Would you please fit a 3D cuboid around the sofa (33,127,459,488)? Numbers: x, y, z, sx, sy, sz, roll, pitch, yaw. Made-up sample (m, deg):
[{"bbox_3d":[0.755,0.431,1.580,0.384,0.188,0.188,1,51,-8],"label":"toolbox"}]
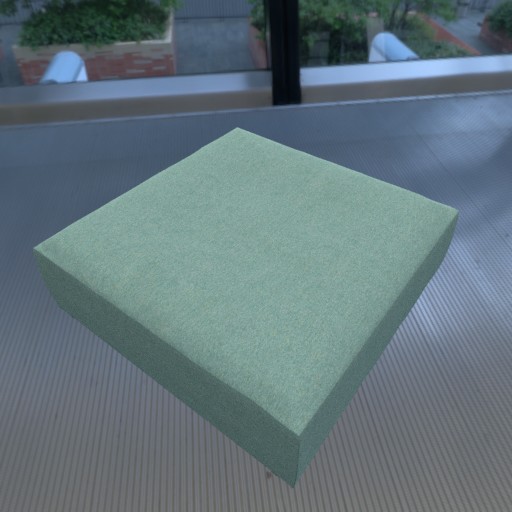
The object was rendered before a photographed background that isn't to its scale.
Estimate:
[{"bbox_3d":[0.000,0.000,1.406,0.930,0.330,0.930,27,49,27],"label":"sofa"}]
